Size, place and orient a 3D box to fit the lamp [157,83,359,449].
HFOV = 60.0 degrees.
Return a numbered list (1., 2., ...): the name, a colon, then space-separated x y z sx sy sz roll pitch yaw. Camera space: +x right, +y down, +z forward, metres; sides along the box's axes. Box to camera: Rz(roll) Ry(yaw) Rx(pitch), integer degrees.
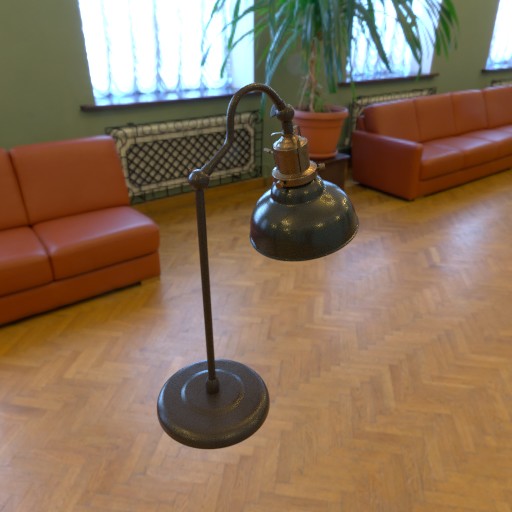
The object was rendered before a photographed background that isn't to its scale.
1. lamp: 0.000 0.000 0.694 0.374 0.508 0.192 -19 33 -33
